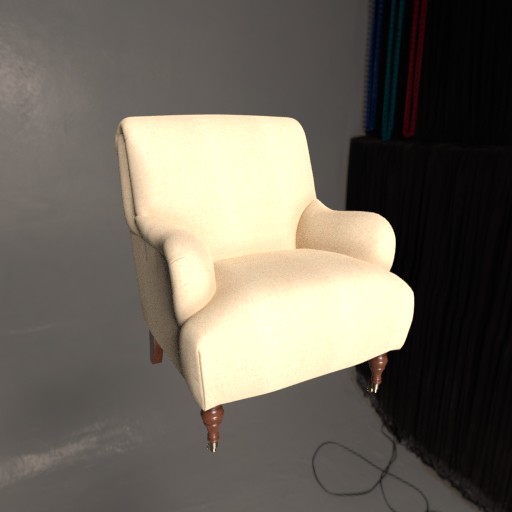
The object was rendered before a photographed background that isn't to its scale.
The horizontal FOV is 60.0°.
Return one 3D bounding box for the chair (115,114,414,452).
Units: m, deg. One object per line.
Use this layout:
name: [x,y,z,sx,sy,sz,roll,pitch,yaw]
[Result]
chair: [0.000,0.000,1.544,0.766,0.944,0.842,-9,19,-27]
